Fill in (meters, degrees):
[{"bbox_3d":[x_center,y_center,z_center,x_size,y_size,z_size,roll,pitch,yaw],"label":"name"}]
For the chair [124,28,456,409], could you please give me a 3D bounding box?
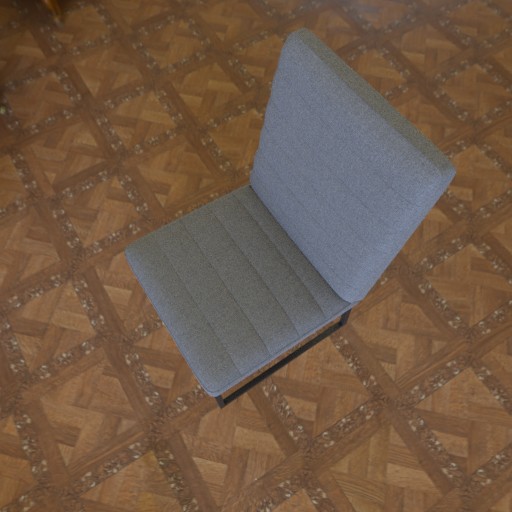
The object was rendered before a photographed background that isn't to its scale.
[{"bbox_3d":[0.000,0.000,1.276,0.634,0.930,0.520,-31,67,-14],"label":"chair"}]
